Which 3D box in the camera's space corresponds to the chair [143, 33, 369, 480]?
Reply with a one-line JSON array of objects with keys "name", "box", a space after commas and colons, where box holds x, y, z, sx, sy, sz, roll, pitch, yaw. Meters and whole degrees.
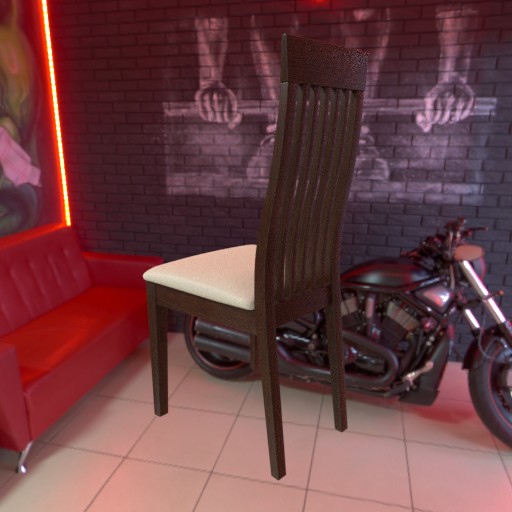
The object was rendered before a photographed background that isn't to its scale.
[{"name": "chair", "box": [0.000, 0.000, 1.242, 0.460, 1.027, 0.474, -14, 20, -42]}]
